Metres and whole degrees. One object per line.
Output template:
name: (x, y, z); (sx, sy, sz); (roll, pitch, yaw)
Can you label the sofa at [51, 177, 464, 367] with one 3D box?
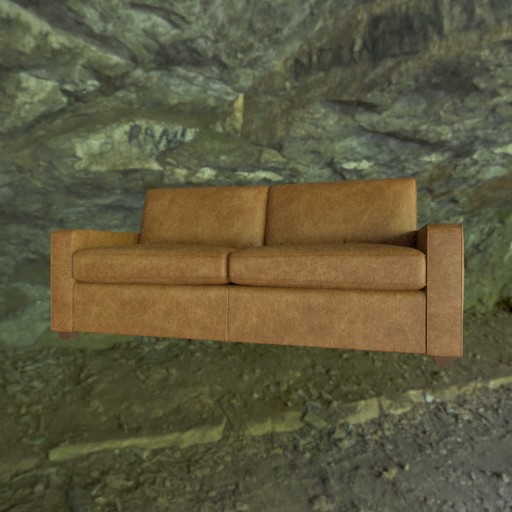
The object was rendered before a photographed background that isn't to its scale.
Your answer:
sofa: (0.000, 0.000, 2.602); (2.156, 0.928, 0.991); (0, 1, 17)
